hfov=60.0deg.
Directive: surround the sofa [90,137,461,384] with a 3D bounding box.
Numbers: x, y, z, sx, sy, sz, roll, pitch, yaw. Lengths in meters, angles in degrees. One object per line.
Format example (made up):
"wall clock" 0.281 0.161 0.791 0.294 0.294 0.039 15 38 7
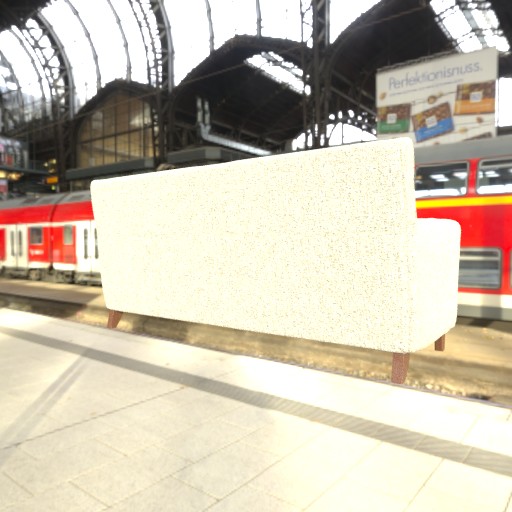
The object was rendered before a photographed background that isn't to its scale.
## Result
"sofa" 0.000 0.000 2.533 2.026 0.942 0.854 1 2 37
